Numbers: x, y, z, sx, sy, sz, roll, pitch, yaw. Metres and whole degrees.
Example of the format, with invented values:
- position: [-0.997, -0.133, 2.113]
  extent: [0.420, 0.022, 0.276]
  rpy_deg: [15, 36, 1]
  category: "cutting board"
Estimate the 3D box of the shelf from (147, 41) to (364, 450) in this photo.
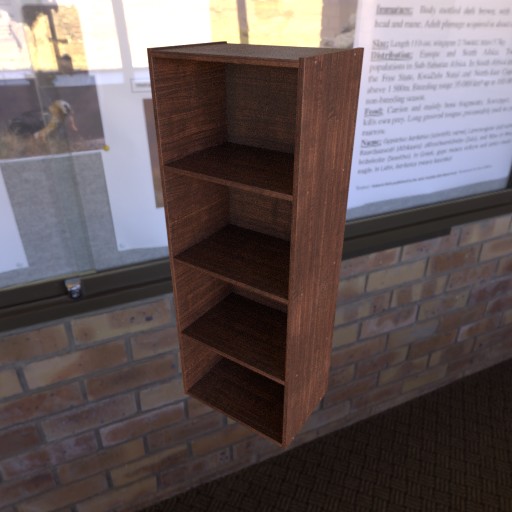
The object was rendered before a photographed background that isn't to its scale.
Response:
- position: [0.000, 0.000, 1.290]
  extent: [0.415, 1.099, 0.290]
  rpy_deg: [18, 34, 29]
  category: "shelf"
